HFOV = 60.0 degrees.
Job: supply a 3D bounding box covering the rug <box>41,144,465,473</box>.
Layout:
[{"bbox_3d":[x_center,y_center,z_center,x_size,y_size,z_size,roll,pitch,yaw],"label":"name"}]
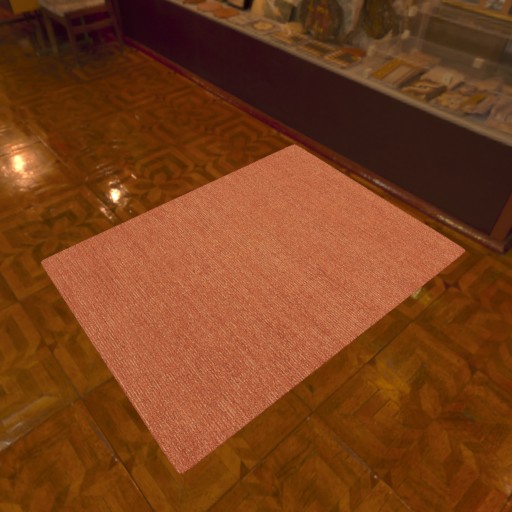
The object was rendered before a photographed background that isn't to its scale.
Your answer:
[{"bbox_3d":[0.000,0.000,2.741,2.112,0.009,1.594,-30,53,-26],"label":"rug"}]
